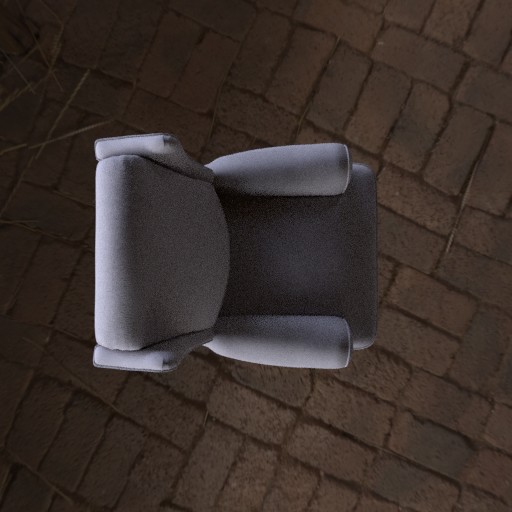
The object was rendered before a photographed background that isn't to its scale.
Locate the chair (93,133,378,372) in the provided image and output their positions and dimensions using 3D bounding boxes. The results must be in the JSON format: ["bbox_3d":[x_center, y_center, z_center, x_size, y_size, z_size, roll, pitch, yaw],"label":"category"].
[{"bbox_3d":[0.000,0.000,1.717,0.969,1.011,0.847,0,89,-2],"label":"chair"}]
